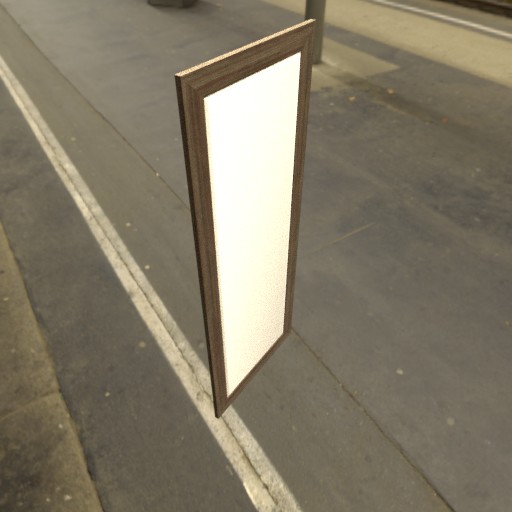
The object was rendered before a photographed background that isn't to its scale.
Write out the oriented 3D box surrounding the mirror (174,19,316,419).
[{"bbox_3d":[0.000,0.000,2.261,0.025,2.032,0.812,26,47,26],"label":"mirror"}]
